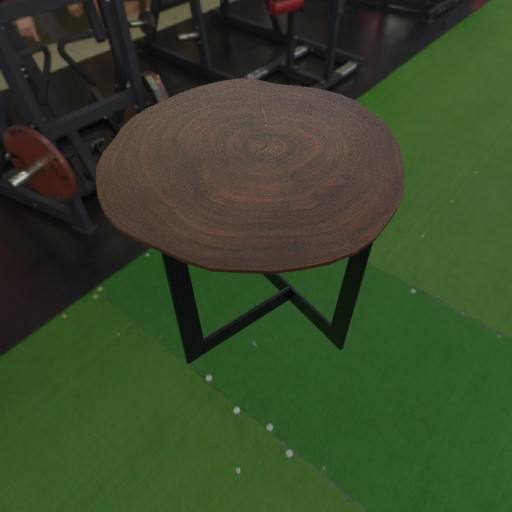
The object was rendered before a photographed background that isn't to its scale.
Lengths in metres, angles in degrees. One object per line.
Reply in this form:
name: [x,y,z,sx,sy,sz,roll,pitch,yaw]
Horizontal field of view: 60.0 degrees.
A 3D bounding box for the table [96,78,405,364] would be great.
table: [0.000,0.000,0.871,0.477,0.476,0.494,34,56,27]
